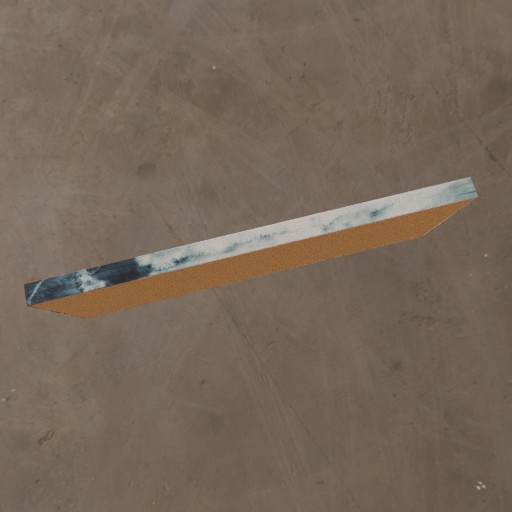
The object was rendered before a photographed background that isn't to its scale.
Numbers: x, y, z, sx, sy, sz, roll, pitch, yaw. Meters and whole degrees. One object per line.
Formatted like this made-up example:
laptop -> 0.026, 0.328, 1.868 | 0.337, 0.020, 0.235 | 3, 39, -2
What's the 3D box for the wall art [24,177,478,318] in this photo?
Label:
wall art -> 0.000, 0.000, 0.849 | 0.759, 0.251, 0.037 | -14, 78, -3
